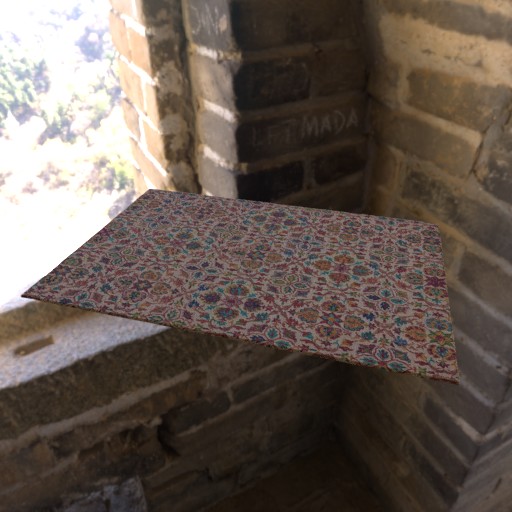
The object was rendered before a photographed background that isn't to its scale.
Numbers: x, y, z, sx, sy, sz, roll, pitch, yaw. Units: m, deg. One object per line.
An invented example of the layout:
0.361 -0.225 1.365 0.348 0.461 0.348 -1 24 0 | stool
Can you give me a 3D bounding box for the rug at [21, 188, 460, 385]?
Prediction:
0.000 0.000 2.829 2.297 0.018 1.541 9 33 13 | rug
